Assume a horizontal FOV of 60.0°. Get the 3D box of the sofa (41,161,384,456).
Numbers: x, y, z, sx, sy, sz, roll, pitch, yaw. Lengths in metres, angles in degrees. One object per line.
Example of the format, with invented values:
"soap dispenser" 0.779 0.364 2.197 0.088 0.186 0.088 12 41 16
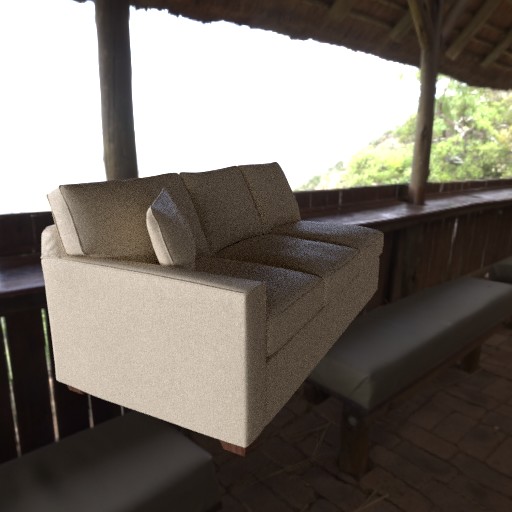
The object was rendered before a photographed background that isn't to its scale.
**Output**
"sofa" 0.000 0.000 2.491 1.034 0.946 1.962 8 17 27
